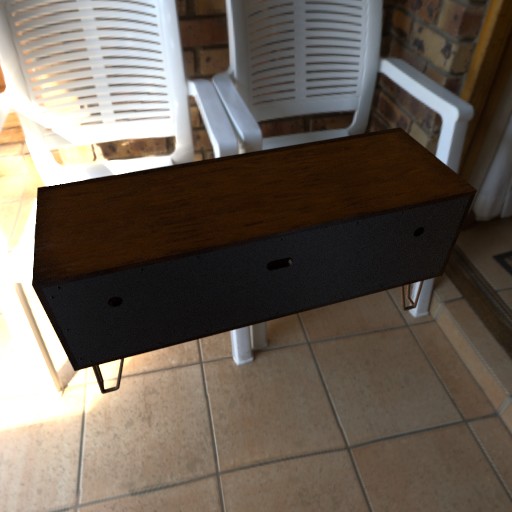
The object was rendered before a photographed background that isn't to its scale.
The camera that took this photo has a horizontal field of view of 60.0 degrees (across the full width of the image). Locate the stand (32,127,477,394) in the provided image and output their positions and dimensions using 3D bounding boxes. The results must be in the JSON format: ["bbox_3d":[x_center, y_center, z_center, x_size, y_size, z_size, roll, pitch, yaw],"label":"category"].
[{"bbox_3d":[0.000,0.000,1.671,1.372,0.610,0.481,-13,44,-13],"label":"stand"}]
